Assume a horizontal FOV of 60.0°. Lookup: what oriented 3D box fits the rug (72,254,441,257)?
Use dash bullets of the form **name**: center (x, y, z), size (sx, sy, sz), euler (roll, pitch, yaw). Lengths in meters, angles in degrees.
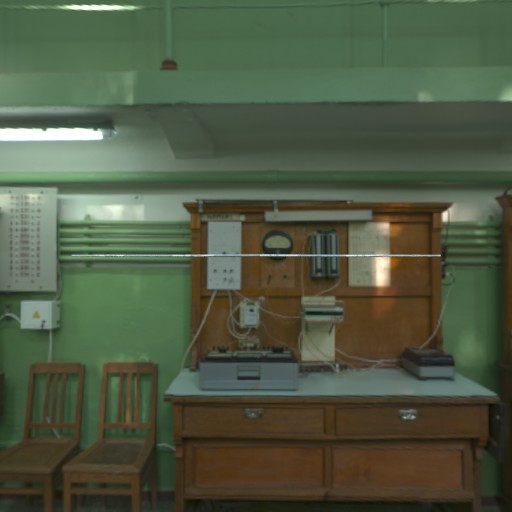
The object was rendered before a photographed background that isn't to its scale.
- **rug**: center (0.000, 0.000, 2.231), size (1.148, 0.010, 1.754), euler (0, 0, 0)
